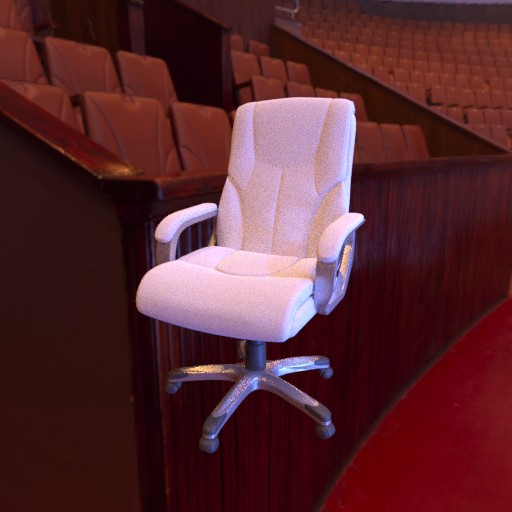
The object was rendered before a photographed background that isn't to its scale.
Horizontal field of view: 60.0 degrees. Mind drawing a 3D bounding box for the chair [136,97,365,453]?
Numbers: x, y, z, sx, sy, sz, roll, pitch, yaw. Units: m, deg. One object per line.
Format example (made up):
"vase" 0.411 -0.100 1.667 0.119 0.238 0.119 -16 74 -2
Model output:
"chair" 0.000 0.000 1.574 0.687 1.120 0.738 7 16 25
